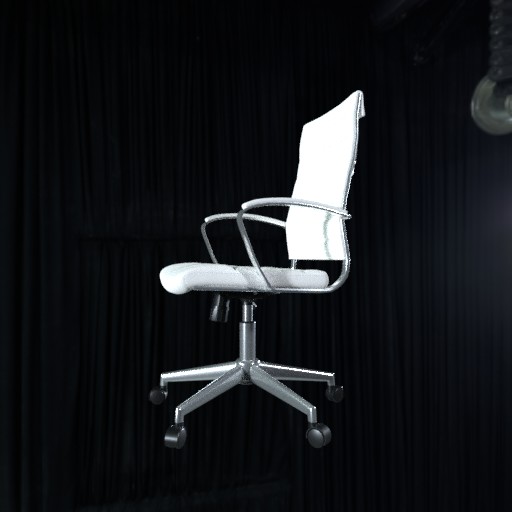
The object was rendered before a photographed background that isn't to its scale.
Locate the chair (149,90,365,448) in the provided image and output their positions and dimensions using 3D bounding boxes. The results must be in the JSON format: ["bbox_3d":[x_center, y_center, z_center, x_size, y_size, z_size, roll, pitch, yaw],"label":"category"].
[{"bbox_3d":[0.000,0.000,1.643,0.739,1.149,0.766,0,0,-19],"label":"chair"}]
